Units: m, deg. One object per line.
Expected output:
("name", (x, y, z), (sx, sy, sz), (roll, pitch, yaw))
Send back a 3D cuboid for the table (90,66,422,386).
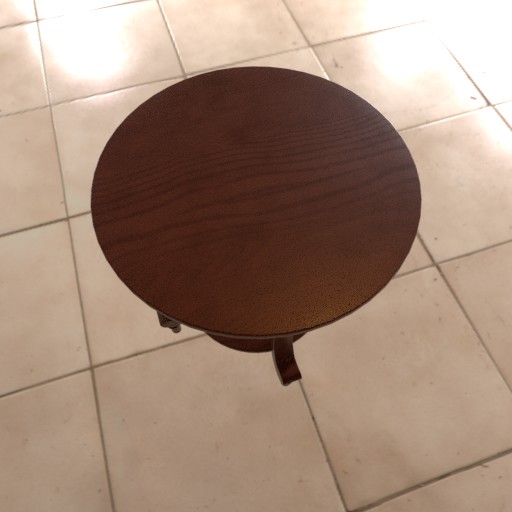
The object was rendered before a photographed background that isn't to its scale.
("table", (0.000, 0.000, 1.078), (0.597, 0.612, 0.597), (0, 62, 0))
